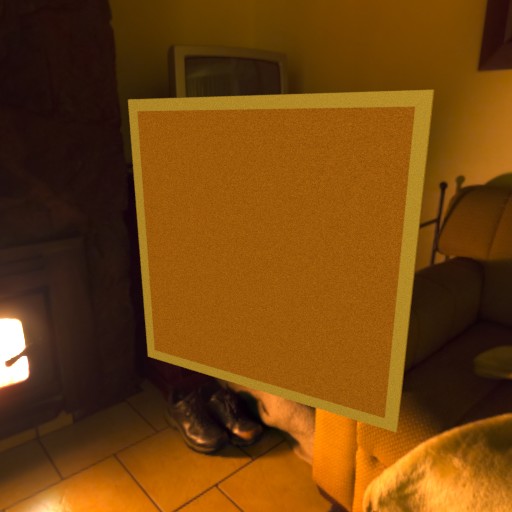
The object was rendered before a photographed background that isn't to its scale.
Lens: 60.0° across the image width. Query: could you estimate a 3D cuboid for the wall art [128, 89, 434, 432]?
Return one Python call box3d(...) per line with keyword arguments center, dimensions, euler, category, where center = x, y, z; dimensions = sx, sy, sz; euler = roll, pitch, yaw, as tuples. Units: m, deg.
box3d(center=(0.000, 0.000, 0.670), dimensions=(0.456, 0.457, 0.009), euler=(9, 19, 27), category="wall art")
